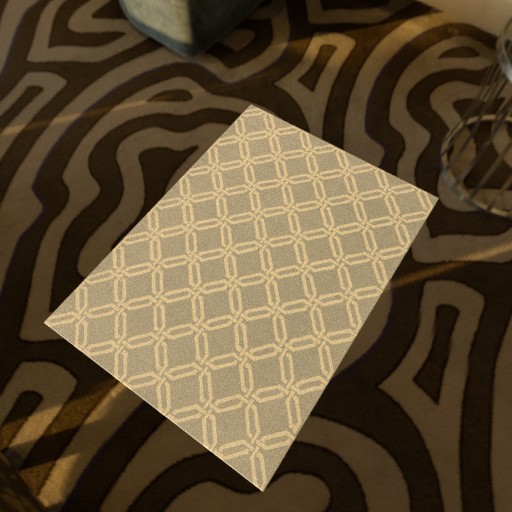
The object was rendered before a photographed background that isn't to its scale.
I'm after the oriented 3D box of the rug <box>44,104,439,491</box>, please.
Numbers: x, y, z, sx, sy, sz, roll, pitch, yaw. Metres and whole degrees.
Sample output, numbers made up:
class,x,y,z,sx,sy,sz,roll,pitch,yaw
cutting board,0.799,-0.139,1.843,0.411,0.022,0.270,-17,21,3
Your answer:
class,x,y,z,sx,sy,sz,roll,pitch,yaw
rug,0.000,0.000,4.413,2.438,0.013,3.353,31,67,15
